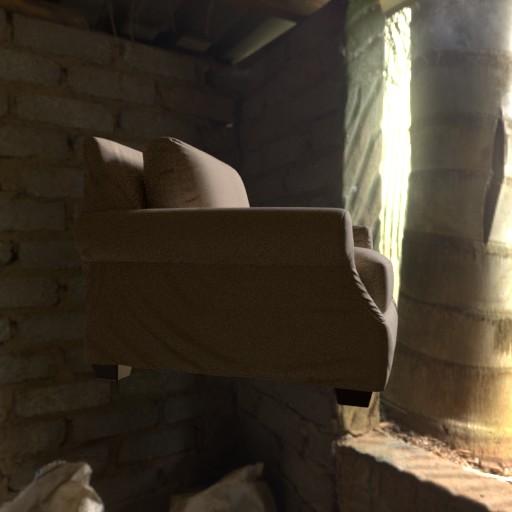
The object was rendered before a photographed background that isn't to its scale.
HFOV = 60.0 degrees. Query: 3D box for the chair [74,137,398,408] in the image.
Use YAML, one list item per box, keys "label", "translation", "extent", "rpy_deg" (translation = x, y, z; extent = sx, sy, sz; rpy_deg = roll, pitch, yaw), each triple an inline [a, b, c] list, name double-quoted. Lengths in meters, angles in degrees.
- label: "chair"
  translation: [0.000, 0.000, 1.759]
  extent: [1.066, 0.866, 0.940]
  rpy_deg: [0, 0, 19]
